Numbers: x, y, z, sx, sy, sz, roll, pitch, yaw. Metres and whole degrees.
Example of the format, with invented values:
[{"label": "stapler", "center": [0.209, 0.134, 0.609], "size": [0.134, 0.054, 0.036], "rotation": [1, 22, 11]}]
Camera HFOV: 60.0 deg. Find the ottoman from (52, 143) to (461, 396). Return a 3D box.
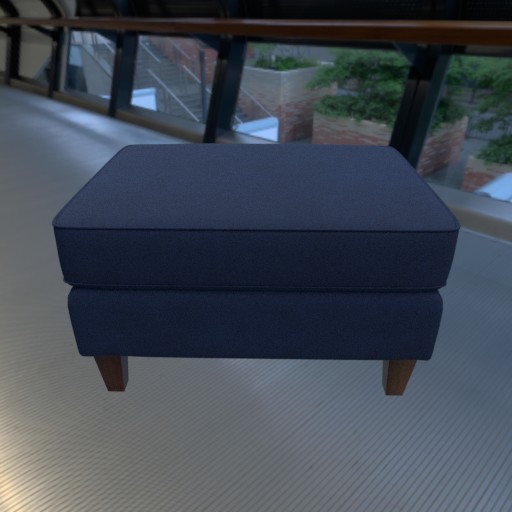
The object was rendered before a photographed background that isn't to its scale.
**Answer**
[{"label": "ottoman", "center": [0.000, 0.000, 1.405], "size": [0.965, 0.584, 0.686], "rotation": [1, 30, 1]}]
